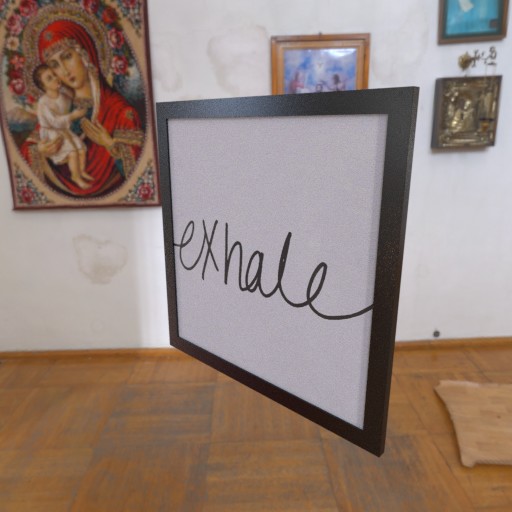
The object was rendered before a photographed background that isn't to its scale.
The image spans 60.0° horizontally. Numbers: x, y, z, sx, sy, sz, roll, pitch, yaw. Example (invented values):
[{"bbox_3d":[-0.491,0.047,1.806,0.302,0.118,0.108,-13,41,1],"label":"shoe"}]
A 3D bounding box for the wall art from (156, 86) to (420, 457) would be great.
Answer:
[{"bbox_3d":[0.000,0.000,0.655,0.446,0.445,0.014,15,22,41],"label":"wall art"}]
